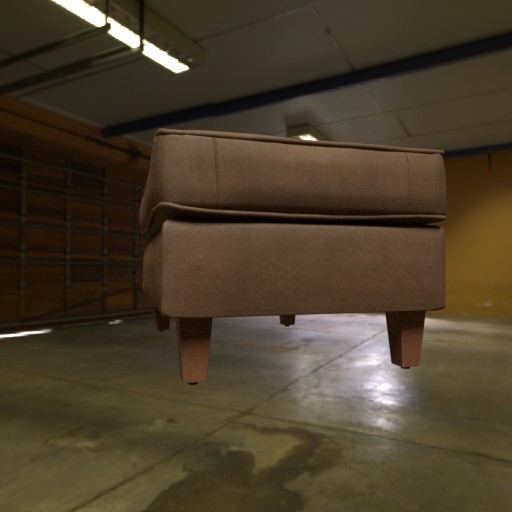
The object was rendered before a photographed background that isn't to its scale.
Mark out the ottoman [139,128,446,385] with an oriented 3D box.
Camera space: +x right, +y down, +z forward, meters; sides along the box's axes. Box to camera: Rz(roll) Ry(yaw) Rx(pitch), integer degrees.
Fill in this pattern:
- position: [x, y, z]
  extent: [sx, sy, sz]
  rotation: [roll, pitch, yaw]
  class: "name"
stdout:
- position: [0.000, 0.000, 1.199]
  extent: [0.596, 0.481, 0.860]
  rotation: [0, -2, -16]
  class: "ottoman"
